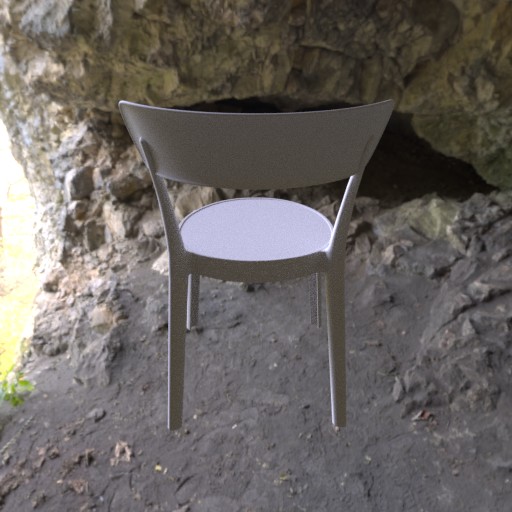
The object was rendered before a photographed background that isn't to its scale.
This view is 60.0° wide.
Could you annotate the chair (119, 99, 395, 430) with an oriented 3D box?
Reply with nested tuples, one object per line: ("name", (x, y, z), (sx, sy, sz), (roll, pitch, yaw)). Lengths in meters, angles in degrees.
("chair", (0.000, 0.000, 1.100), (0.506, 0.790, 0.491), (-1, 29, -1))
